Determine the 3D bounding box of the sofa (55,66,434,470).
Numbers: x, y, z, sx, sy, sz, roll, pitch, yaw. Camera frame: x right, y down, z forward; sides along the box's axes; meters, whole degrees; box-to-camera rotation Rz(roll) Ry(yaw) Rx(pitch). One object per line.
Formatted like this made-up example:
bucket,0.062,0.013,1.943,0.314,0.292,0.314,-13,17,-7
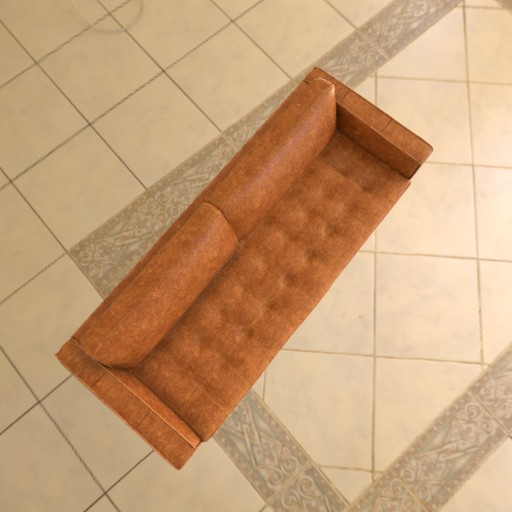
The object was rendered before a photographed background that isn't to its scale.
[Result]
sofa,0.000,0.000,2.542,0.886,0.779,2.199,39,79,9
